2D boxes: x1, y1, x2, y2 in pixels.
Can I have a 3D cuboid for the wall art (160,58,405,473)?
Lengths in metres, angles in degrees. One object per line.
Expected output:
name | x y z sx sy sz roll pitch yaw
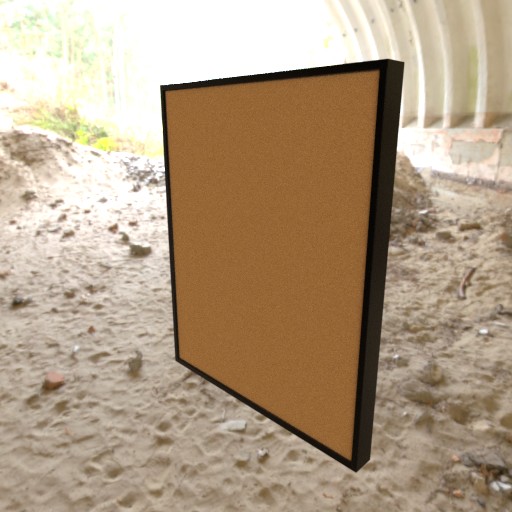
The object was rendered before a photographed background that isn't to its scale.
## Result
wall art | 0.000 0.000 0.731 0.039 0.553 0.451 -15 22 -43
